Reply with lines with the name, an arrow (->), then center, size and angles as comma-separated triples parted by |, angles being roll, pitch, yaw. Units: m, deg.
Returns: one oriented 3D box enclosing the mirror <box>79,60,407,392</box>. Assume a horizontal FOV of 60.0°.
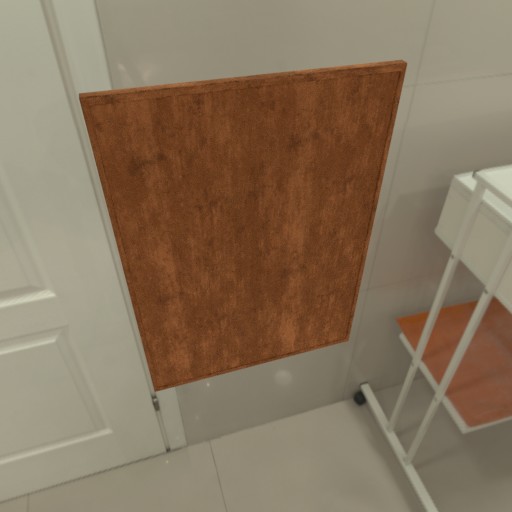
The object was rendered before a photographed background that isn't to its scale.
mirror -> 0.000, 0.000, 1.391 | 0.796, 1.099, 0.028 | -12, 42, -13
